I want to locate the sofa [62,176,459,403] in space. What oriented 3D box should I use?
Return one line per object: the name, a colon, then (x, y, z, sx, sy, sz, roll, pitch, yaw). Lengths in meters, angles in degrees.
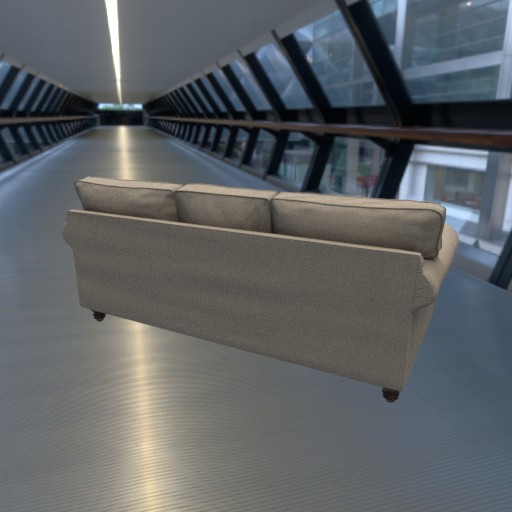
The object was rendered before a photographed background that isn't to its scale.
sofa: (0.000, 0.000, 2.609, 2.118, 0.889, 0.998, 9, 18, 27)
